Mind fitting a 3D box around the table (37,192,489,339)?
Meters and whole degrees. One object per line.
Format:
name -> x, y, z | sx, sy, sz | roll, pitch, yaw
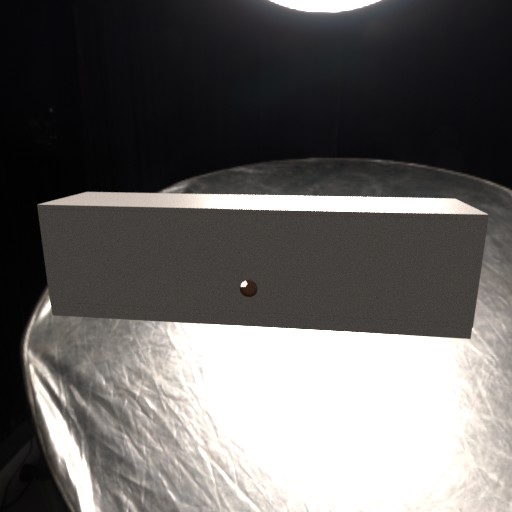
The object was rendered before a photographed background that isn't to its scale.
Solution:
table -> 0.000, 0.000, 1.760 | 1.550, 0.440, 0.400 | 2, 16, 7
